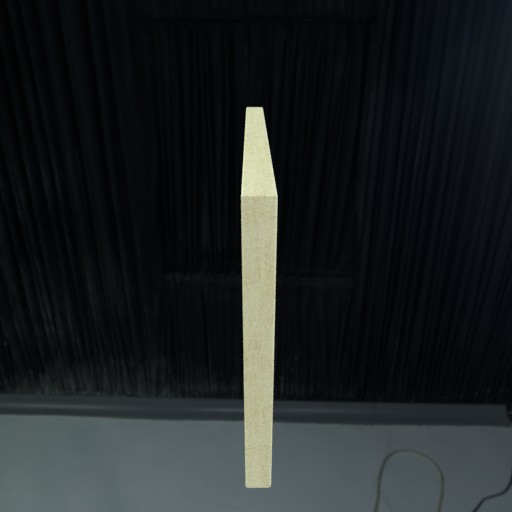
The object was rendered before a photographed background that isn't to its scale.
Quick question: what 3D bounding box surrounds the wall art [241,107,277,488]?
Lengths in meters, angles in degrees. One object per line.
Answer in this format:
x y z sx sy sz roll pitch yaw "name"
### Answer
0.000 0.000 0.707 0.032 0.381 0.533 0 26 -1 "wall art"
